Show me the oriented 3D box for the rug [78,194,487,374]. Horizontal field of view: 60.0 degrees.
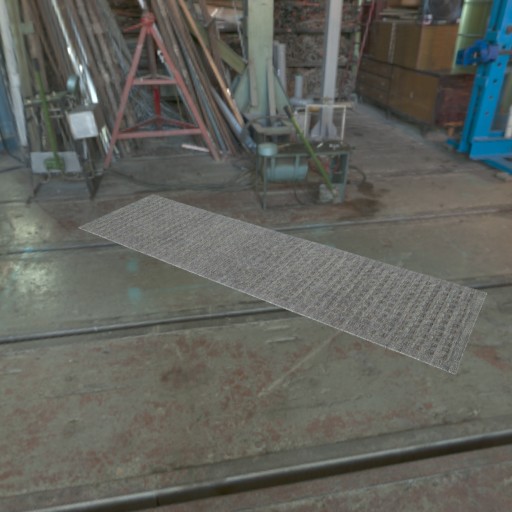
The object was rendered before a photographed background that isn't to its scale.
[{"bbox_3d":[0.000,0.000,2.659,2.443,0.009,0.706,19,35,29],"label":"rug"}]
